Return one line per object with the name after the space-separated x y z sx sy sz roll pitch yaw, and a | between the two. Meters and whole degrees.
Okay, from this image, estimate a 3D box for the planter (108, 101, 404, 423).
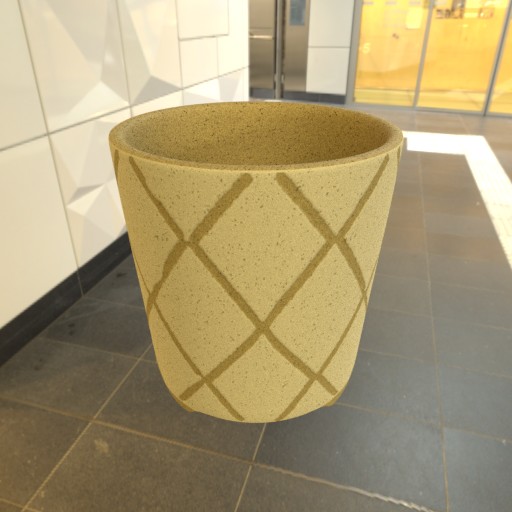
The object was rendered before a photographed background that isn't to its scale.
0.000 0.000 0.344 0.191 0.199 0.191 0 29 0 | planter
